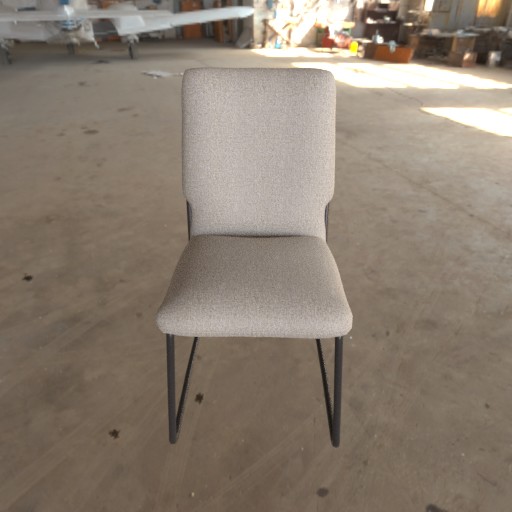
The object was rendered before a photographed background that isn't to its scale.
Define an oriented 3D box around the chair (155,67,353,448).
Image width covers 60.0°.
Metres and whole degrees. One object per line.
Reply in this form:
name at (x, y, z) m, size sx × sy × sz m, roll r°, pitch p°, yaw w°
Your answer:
chair at (0.000, 0.000, 1.170) m, size 0.448 × 0.864 × 0.560 m, roll 1°, pitch 30°, yaw 1°
